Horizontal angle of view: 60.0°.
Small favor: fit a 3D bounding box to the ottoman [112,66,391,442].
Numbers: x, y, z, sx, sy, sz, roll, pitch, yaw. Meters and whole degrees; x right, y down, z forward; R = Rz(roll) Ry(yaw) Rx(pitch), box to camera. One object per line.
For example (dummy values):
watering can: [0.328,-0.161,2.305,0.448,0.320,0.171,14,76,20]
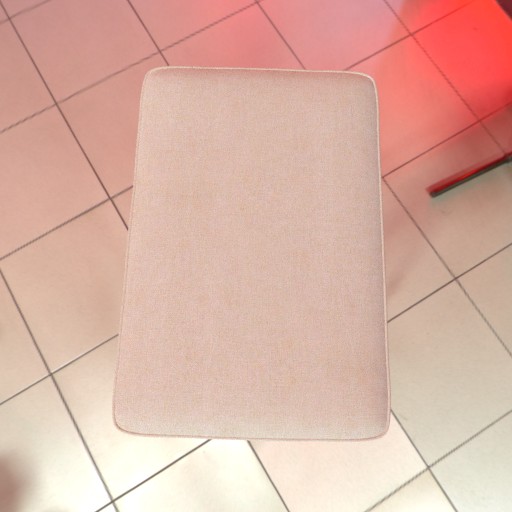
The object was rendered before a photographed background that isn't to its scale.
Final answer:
ottoman: [0.000,0.000,1.184,0.583,0.484,0.862,1,77,0]
